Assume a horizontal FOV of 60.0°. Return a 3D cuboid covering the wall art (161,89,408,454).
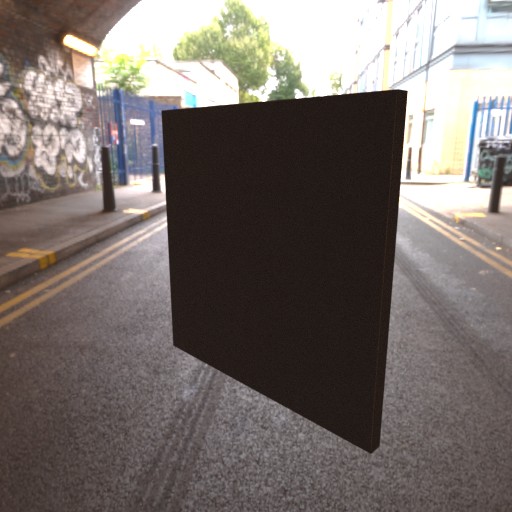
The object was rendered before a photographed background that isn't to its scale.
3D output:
[{"bbox_3d":[0.000,0.000,1.162,0.038,0.762,0.762,-14,20,-43],"label":"wall art"}]
